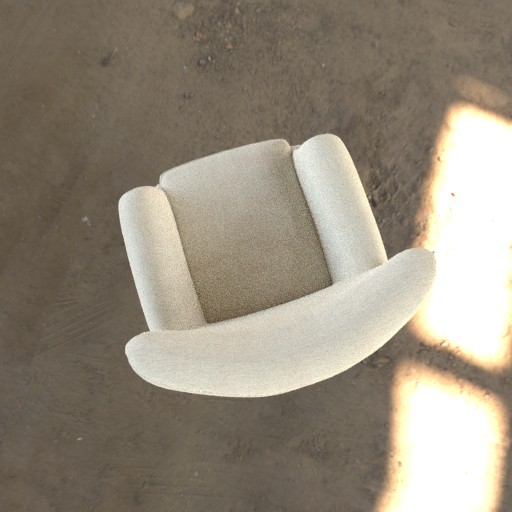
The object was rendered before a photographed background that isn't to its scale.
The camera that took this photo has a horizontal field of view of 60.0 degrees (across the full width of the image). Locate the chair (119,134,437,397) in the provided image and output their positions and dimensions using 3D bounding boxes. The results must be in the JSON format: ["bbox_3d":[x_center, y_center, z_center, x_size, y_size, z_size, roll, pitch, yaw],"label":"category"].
[{"bbox_3d":[0.000,0.000,1.628,0.861,0.936,0.921,-17,76,-4],"label":"chair"}]
